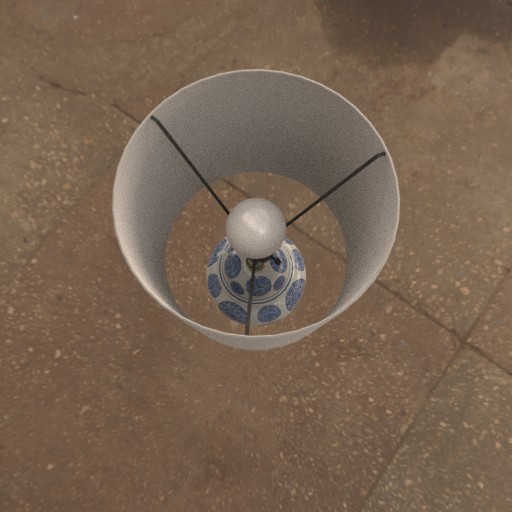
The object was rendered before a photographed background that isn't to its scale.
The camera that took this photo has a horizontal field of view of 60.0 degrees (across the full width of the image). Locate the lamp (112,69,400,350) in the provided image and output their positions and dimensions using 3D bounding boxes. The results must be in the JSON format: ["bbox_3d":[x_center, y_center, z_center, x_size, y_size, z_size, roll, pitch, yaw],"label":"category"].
[{"bbox_3d":[0.000,0.000,0.516,0.215,0.381,0.215,37,79,9],"label":"lamp"}]
